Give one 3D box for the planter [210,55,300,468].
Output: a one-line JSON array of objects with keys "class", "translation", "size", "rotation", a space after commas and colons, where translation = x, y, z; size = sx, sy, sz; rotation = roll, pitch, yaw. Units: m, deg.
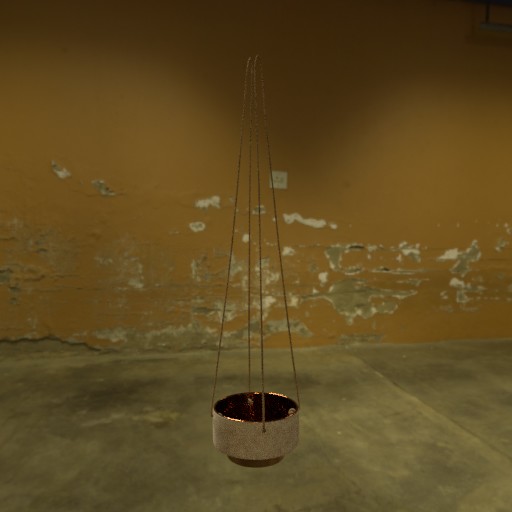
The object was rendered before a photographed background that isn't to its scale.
[{"class": "planter", "translation": [0.000, 0.000, 1.148], "size": [0.223, 1.030, 0.223], "rotation": [1, 1, 35]}]
